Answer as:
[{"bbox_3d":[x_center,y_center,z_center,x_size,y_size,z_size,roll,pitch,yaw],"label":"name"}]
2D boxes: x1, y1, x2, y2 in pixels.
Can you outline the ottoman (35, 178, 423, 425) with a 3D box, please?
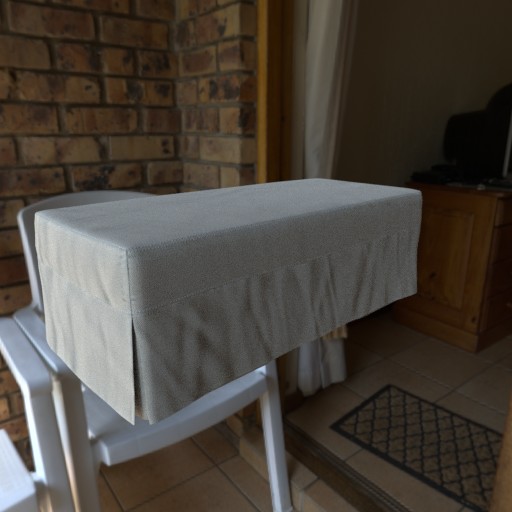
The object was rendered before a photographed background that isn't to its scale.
[{"bbox_3d":[0.000,0.000,1.659,1.388,0.457,0.665,-15,22,-41],"label":"ottoman"}]
